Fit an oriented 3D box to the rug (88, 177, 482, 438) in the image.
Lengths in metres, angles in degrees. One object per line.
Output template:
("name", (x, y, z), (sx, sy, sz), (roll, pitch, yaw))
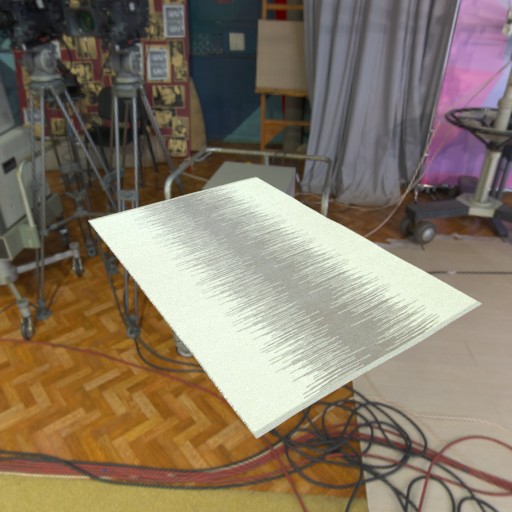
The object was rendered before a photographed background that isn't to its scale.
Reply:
("rug", (0.000, 0.000, 2.334), (1.226, 0.007, 1.815), (-20, 37, -28))
